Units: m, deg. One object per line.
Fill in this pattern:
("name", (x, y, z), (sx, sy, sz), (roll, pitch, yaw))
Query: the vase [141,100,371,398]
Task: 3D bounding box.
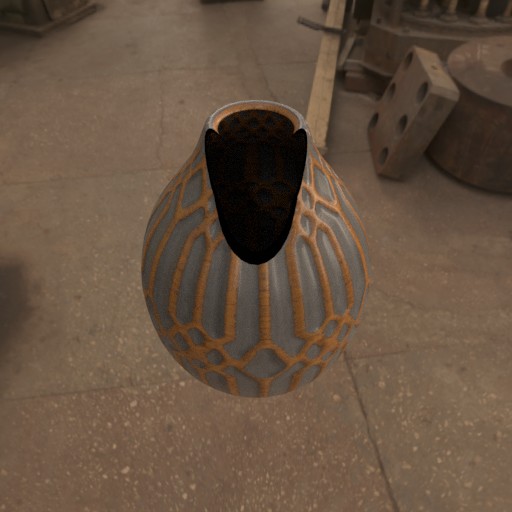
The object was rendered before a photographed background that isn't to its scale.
("vase", (0.000, 0.000, 0.133), (0.069, 0.088, 0.069), (0, 46, 0))
